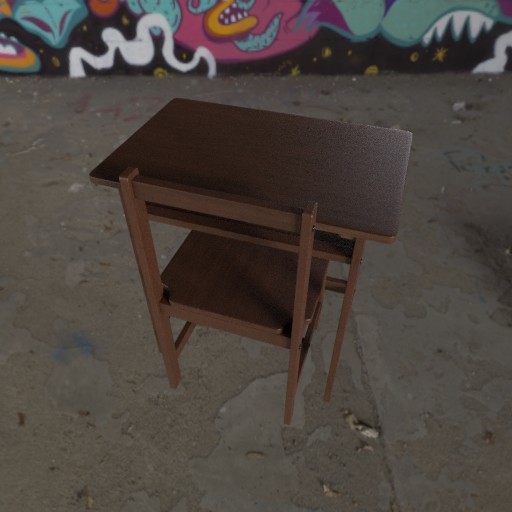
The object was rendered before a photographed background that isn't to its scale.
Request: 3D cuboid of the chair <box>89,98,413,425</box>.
[{"bbox_3d":[0.000,0.000,1.099,0.599,0.673,0.463,13,44,13],"label":"chair"}]
